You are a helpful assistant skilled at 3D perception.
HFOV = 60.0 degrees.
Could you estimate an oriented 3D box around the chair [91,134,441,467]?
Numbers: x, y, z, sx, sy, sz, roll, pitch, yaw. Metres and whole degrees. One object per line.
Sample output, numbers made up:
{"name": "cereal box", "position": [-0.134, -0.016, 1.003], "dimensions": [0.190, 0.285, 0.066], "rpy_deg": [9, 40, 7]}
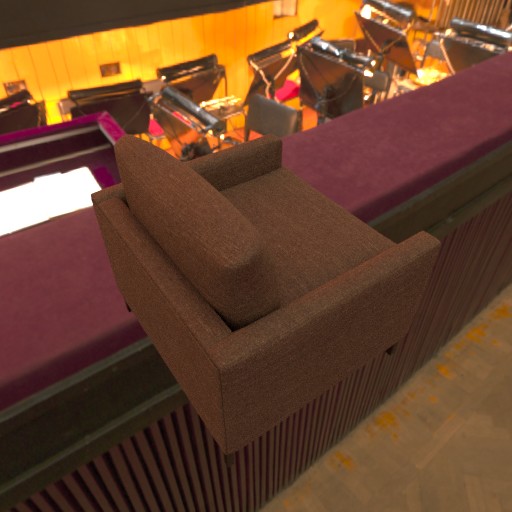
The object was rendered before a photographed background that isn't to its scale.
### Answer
{"name": "chair", "position": [0.000, 0.000, 1.626], "dimensions": [0.845, 0.841, 0.940], "rpy_deg": [-25, 48, -25]}
